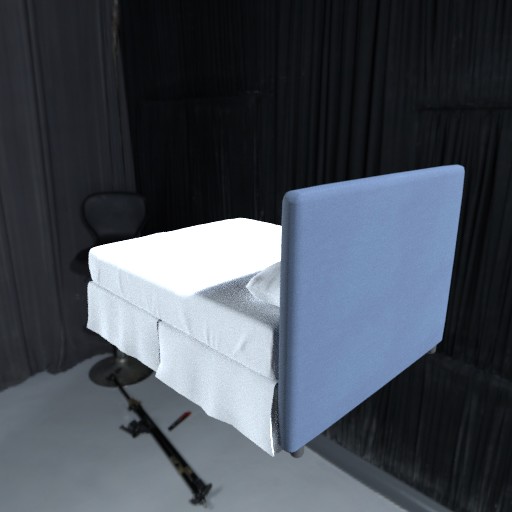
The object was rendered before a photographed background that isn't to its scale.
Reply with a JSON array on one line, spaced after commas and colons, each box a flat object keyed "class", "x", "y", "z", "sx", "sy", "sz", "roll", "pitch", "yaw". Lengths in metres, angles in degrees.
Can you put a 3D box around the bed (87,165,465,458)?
[{"class": "bed", "x": 0.000, "y": 0.000, "z": 3.180, "sx": 1.713, "sy": 1.330, "sz": 2.162, "roll": -16, "pitch": 23, "yaw": -42}]
